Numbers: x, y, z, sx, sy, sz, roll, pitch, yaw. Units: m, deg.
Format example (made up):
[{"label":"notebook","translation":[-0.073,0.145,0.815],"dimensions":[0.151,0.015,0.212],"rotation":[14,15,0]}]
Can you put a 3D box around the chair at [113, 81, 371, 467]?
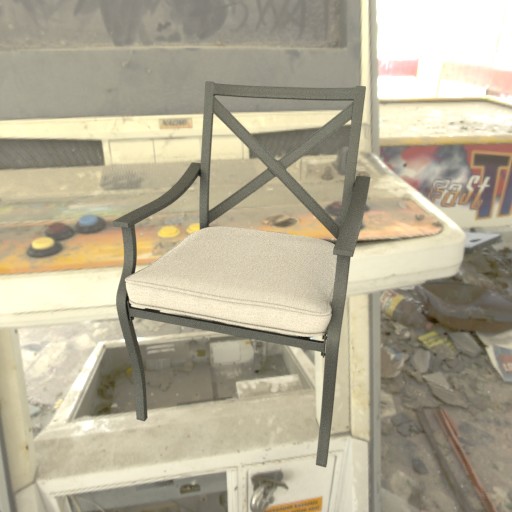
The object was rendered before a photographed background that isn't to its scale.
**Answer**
[{"label":"chair","translation":[0.000,0.000,1.286],"dimensions":[0.575,0.889,0.620],"rotation":[8,28,15]}]
